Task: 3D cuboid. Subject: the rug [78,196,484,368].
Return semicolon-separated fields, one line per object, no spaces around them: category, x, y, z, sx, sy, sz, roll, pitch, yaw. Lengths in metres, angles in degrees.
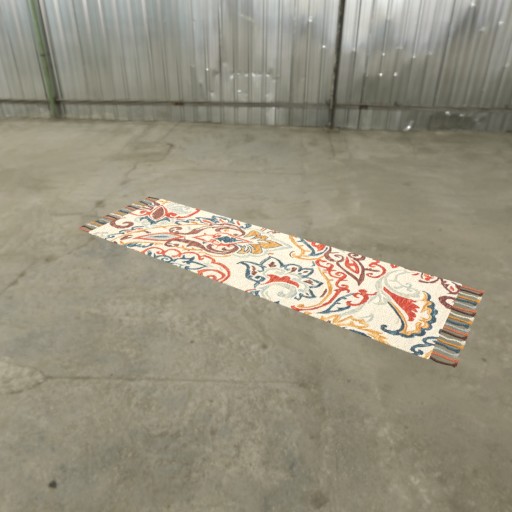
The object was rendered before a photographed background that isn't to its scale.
rug;0.000;0.000;2.945;2.682;0.015;0.763;18;34;28
